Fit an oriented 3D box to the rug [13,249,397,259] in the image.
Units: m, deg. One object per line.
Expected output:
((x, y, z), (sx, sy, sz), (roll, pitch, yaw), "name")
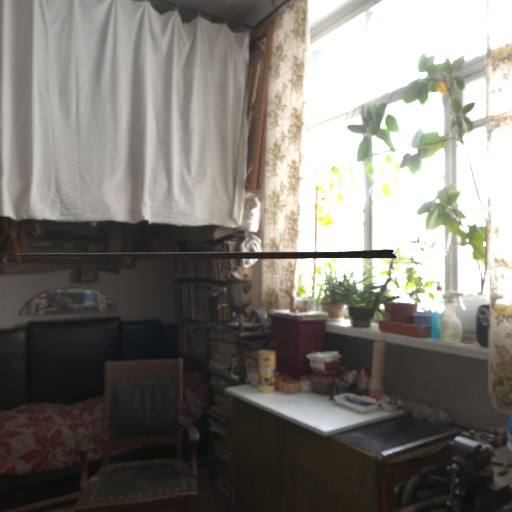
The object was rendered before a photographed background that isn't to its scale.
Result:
((0.000, 0.000, 3.881), (2.343, 0.026, 2.925), (0, -1, 18), "rug")
